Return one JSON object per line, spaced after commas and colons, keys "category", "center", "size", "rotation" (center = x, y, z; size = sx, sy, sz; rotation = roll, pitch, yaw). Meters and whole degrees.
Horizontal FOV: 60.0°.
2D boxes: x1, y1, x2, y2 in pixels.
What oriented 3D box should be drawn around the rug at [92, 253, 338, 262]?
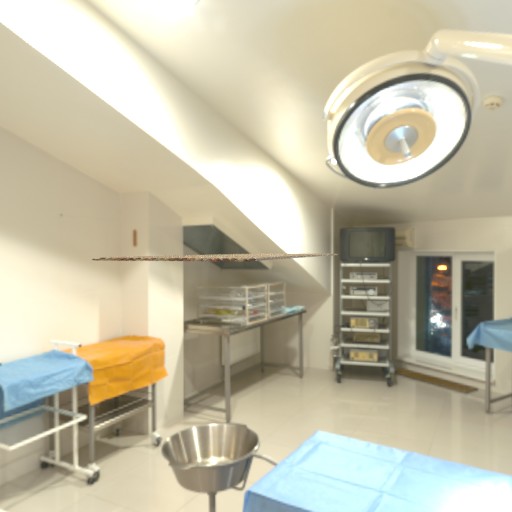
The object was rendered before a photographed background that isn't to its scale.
{"category": "rug", "center": [0.000, 0.000, 2.853], "size": [1.324, 0.018, 2.378], "rotation": [1, 1, 35]}
